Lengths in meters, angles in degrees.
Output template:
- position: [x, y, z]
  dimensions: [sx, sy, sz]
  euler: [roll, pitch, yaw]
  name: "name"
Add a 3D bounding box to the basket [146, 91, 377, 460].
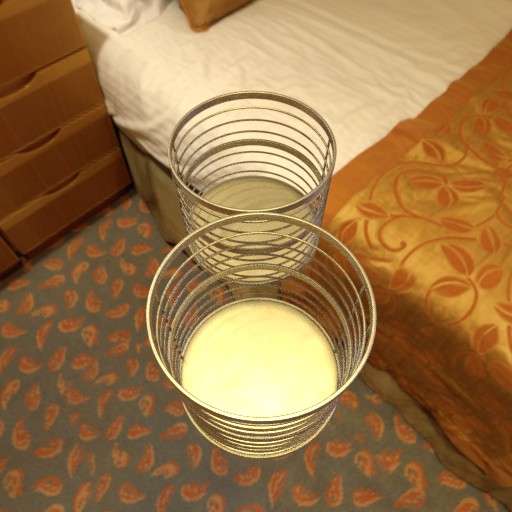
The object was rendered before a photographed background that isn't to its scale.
- position: [0.000, 0.000, 0.939]
  dimensions: [0.356, 0.351, 0.746]
  euler: [-2, 58, -1]
  name: "basket"
